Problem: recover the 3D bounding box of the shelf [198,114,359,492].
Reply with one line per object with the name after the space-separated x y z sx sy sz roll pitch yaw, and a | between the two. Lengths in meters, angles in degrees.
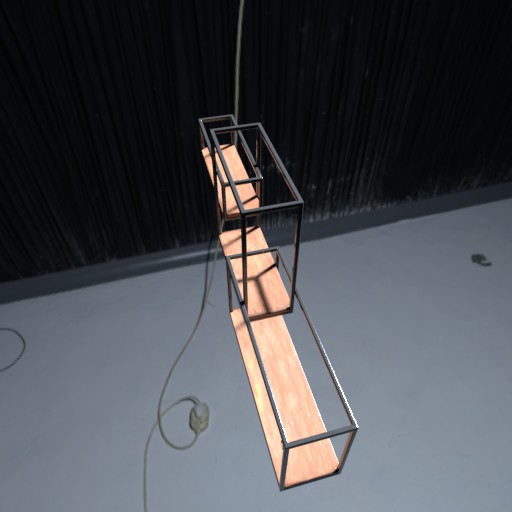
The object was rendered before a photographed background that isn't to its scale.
0.000 0.000 2.120 0.275 0.972 1.781 -11 46 -10 | shelf
